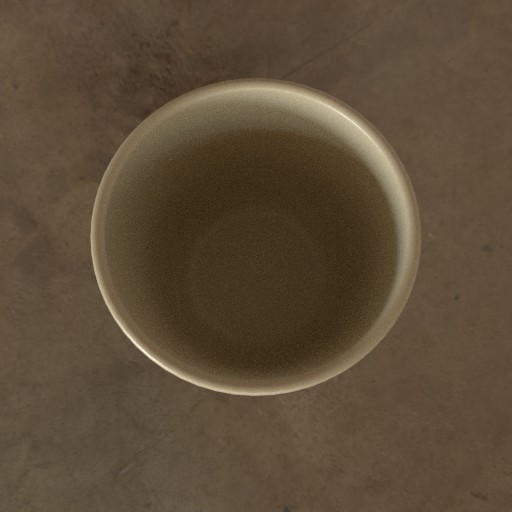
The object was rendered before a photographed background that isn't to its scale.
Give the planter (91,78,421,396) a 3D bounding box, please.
[{"bbox_3d":[0.000,0.000,0.218,0.124,0.109,0.124,0,77,0],"label":"planter"}]
